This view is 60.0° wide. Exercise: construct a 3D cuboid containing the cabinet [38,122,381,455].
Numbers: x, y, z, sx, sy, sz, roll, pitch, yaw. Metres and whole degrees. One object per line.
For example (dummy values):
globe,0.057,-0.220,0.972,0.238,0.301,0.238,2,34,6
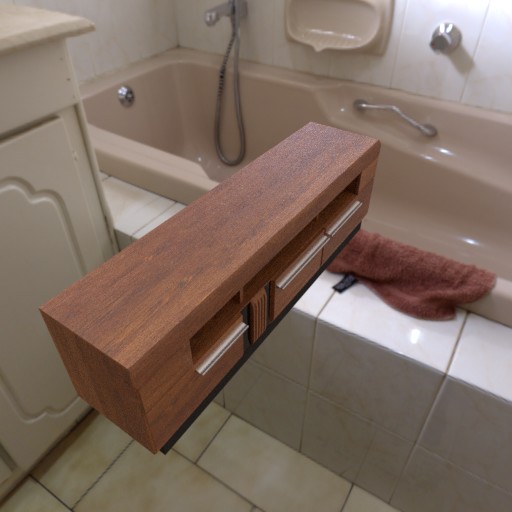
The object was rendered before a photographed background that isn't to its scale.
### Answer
cabinet,0.000,0.000,1.854,0.419,0.510,1.600,24,45,26
